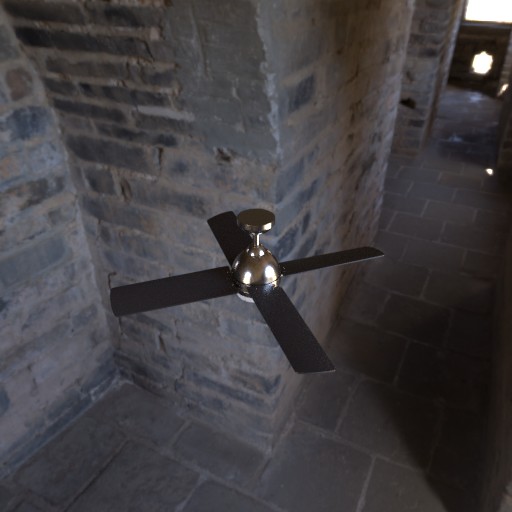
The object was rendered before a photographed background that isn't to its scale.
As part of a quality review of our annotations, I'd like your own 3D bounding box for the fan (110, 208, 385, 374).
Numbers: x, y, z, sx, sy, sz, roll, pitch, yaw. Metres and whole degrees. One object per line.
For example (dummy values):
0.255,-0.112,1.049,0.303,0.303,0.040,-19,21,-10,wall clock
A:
0.000,0.000,2.049,1.332,0.403,1.332,-10,33,-16,fan
